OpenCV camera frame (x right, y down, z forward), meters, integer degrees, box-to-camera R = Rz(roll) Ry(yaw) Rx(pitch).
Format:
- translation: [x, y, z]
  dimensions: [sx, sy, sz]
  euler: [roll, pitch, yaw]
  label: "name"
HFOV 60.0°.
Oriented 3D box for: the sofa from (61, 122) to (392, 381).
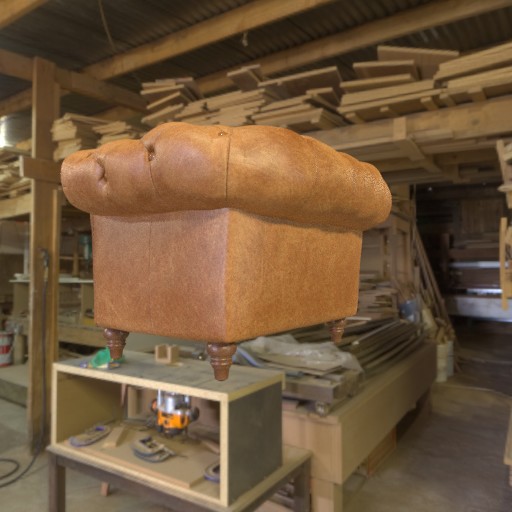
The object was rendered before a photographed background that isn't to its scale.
- translation: [0.000, 0.000, 2.001]
  dimensions: [1.033, 0.878, 1.405]
  euler: [-1, -1, 36]
  label: "sofa"
